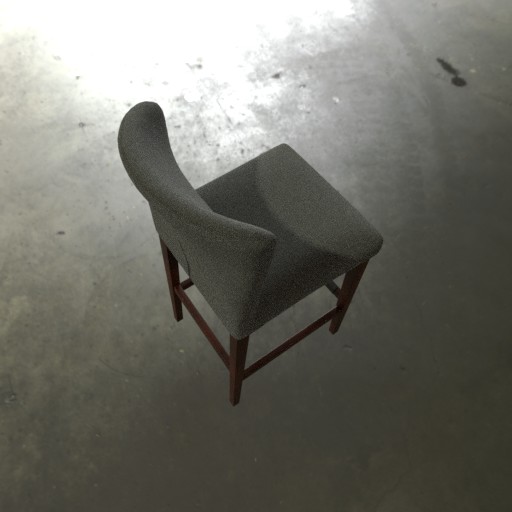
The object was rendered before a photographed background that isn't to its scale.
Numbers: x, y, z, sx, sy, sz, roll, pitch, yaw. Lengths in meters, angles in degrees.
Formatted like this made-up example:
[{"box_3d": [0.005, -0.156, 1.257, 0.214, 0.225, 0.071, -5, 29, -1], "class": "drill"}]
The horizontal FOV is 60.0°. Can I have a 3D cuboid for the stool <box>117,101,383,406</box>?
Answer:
[{"box_3d": [0.000, 0.000, 1.368, 0.568, 1.069, 0.486, -31, 63, -18], "class": "stool"}]
